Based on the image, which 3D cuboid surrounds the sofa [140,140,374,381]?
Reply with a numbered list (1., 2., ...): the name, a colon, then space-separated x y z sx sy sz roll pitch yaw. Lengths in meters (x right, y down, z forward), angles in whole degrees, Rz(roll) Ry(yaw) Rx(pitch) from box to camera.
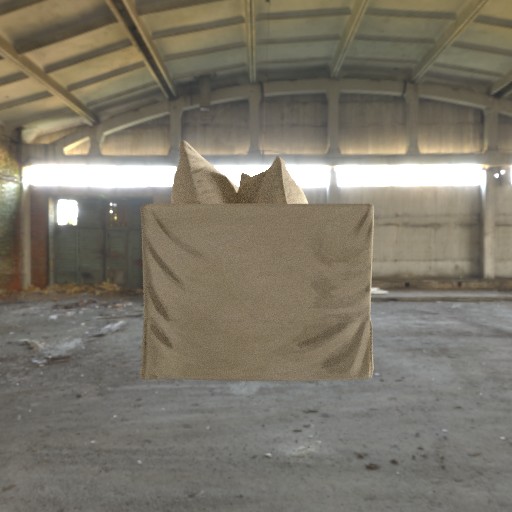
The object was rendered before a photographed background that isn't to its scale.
1. sofa: 0.000 0.000 3.075 1.030 1.042 2.484 0 0 0
